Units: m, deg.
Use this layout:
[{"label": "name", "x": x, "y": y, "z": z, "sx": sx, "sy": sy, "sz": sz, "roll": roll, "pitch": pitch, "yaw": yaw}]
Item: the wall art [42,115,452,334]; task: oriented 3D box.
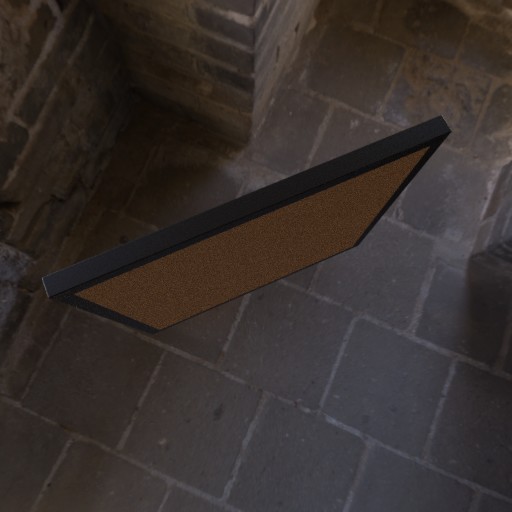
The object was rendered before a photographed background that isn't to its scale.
[{"label": "wall art", "x": 0.000, "y": 0.000, "z": 1.144, "sx": 0.765, "sy": 0.765, "sz": 0.038, "roll": -23, "pitch": 77, "yaw": -6}]
